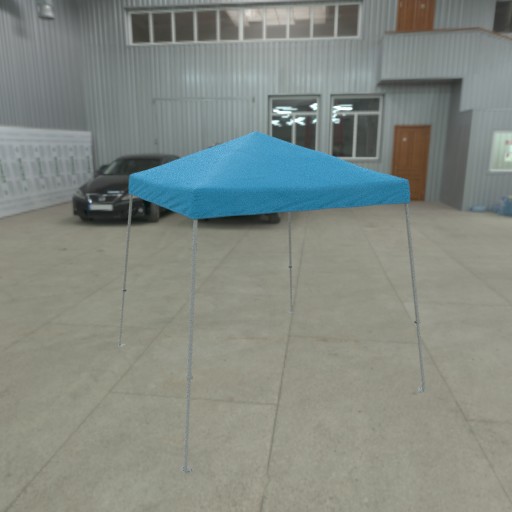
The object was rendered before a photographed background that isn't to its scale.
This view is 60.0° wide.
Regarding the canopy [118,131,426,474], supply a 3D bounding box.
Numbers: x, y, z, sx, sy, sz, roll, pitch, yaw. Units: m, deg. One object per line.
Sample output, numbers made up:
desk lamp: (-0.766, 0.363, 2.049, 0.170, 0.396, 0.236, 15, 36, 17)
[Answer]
canopy: (0.000, 0.000, 6.647, 3.599, 3.600, 3.600, -7, 15, -27)
